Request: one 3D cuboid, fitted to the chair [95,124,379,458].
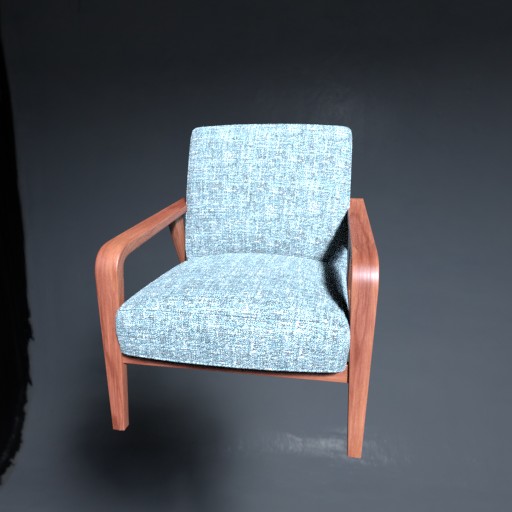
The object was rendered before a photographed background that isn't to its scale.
[{"bbox_3d":[0.000,0.000,1.472,0.719,0.864,0.889,3,14,10],"label":"chair"}]
